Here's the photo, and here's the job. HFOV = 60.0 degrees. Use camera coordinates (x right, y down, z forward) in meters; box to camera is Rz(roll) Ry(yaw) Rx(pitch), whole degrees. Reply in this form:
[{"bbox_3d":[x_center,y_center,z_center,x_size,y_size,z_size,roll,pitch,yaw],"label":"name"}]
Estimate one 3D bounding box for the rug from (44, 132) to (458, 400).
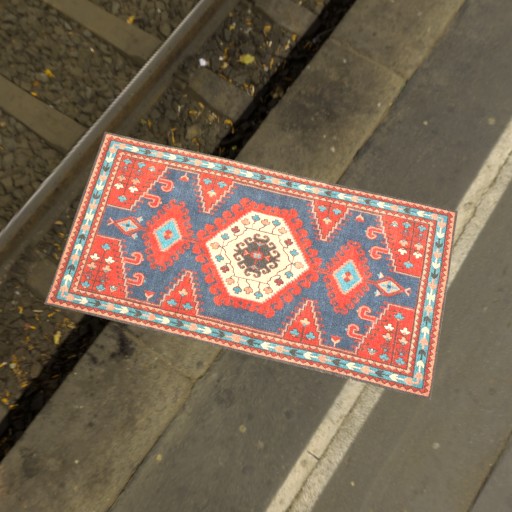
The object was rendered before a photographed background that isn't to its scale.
[{"bbox_3d":[0.000,0.000,3.531,3.032,0.034,1.522,13,77,3],"label":"rug"}]
